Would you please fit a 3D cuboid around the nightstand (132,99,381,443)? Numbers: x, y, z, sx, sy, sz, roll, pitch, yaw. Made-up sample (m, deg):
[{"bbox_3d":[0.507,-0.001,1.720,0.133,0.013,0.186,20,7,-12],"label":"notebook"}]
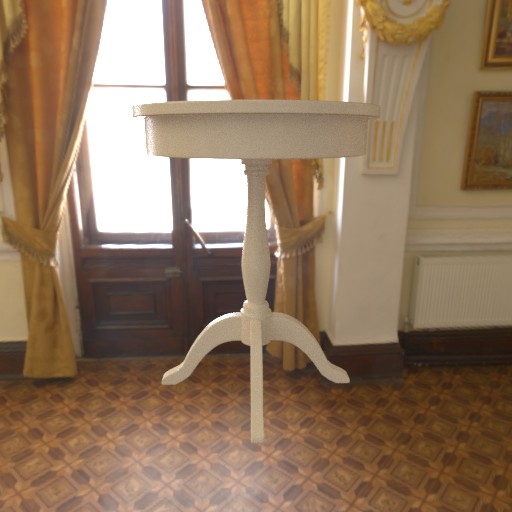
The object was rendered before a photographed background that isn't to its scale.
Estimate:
[{"bbox_3d":[0.000,0.000,1.030,0.513,0.653,0.513,2,16,8],"label":"nightstand"}]
